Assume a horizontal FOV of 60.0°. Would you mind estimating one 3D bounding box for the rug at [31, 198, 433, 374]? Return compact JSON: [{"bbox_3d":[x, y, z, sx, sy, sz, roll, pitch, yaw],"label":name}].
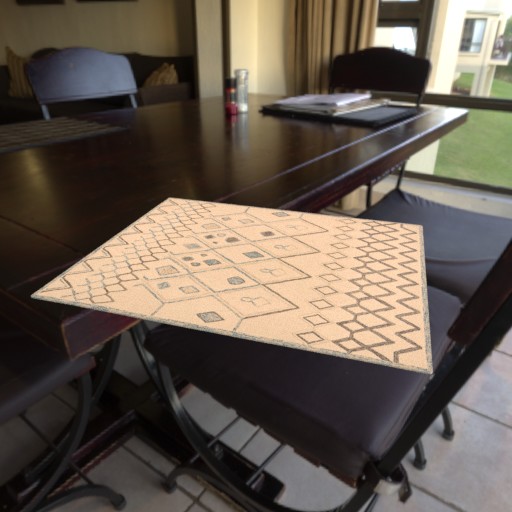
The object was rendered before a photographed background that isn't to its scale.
[{"bbox_3d":[0.000,0.000,4.204,3.056,0.013,2.441,8,28,15],"label":"rug"}]
